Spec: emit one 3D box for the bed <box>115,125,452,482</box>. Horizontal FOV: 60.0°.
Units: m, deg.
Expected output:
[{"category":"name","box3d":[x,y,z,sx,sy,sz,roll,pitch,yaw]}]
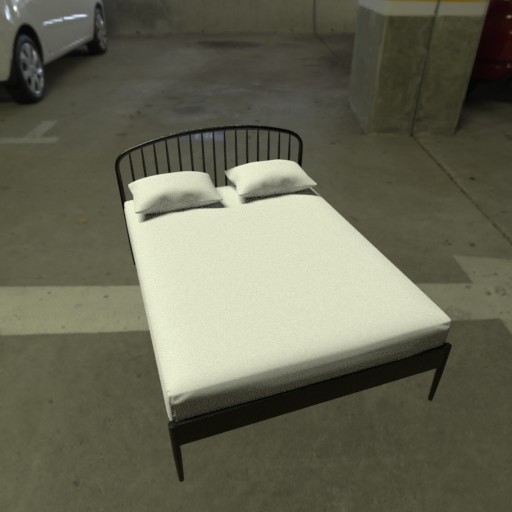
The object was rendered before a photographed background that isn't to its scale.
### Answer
[{"category":"bed","box3d":[0.000,0.000,3.069,1.618,1.166,2.159,-11,35,-16]}]
